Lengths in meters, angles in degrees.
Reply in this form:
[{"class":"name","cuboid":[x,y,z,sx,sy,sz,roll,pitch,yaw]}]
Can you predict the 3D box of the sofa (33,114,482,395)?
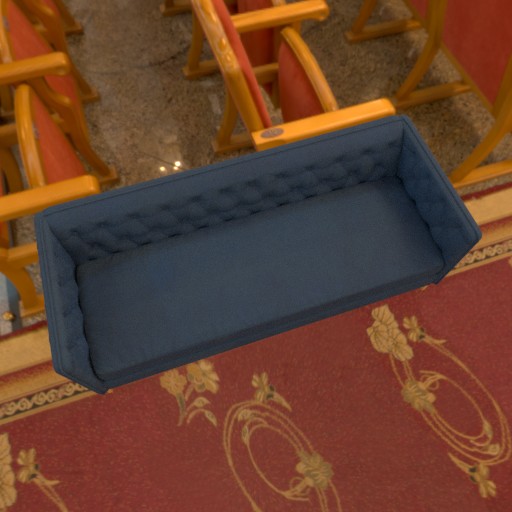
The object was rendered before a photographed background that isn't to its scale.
[{"class":"sofa","cuboid":[0.000,0.000,2.604,2.209,0.771,0.895,-17,65,-8]}]
